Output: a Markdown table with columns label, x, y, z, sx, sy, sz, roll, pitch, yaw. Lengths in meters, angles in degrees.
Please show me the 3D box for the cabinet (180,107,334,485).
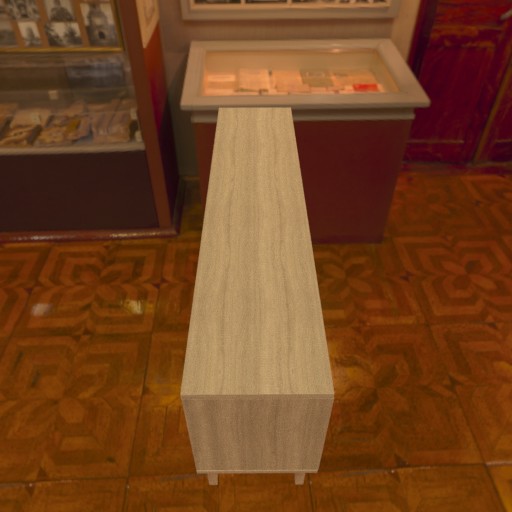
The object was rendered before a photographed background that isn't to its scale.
| label | x | y | z | sx | sy | sz | roll | pitch | yaw |
| --- | --- | --- | --- | --- | --- | --- | --- | --- | --- |
| cabinet | 0.000 | 0.000 | 2.500 | 0.499 | 0.779 | 2.198 | 0 | 42 | 0 |
